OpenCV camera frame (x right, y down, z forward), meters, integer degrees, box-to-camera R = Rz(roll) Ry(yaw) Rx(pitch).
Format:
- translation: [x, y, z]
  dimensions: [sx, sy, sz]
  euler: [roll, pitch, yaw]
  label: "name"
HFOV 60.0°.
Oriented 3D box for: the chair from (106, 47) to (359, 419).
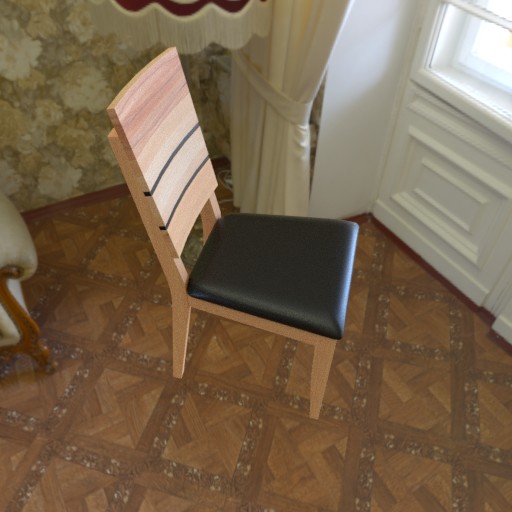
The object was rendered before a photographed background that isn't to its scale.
- translation: [0.000, 0.000, 1.196]
  dimensions: [0.520, 0.940, 0.410]
  euler: [11, 47, 10]
  label: "chair"
